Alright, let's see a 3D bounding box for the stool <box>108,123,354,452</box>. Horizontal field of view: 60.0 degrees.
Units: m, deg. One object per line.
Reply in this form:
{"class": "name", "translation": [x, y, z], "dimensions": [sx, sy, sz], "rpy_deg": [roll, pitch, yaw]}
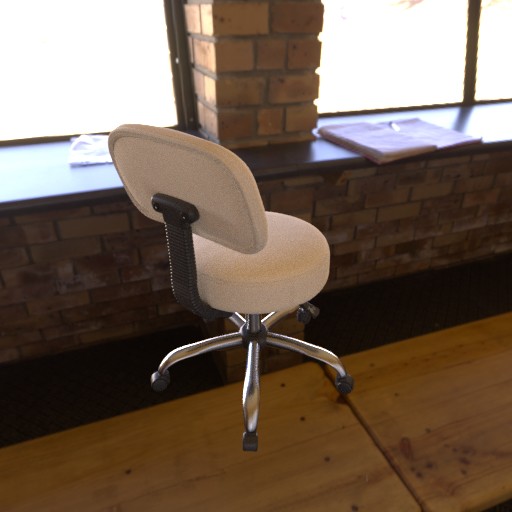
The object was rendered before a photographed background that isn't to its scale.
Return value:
{"class": "stool", "translation": [0.000, 0.000, 1.230], "dimensions": [0.609, 0.810, 0.616], "rpy_deg": [21, 36, 32]}
